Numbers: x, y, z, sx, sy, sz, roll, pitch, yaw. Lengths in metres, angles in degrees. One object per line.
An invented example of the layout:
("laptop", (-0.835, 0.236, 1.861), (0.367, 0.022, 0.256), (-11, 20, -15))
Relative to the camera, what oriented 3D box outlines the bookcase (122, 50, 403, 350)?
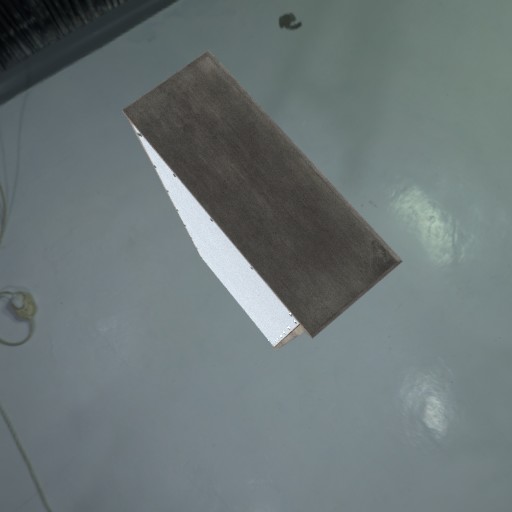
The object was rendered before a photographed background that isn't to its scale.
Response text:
("bookcase", (0.000, 0.000, 2.225), (0.348, 1.880, 0.906), (-38, 79, -9))
